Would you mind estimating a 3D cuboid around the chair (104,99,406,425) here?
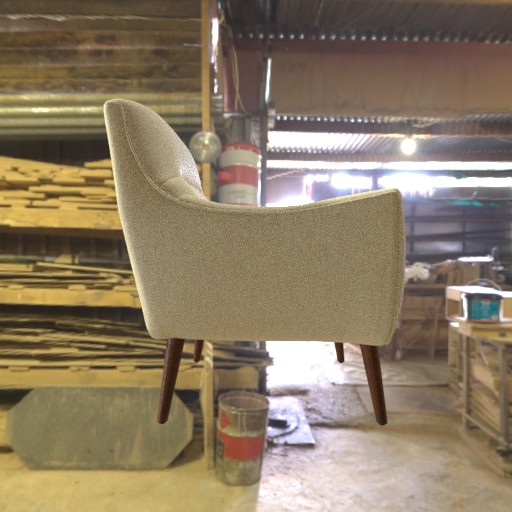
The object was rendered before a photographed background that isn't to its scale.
[{"bbox_3d":[0.000,0.000,1.412,0.787,0.838,0.762,0,1,1],"label":"chair"}]
